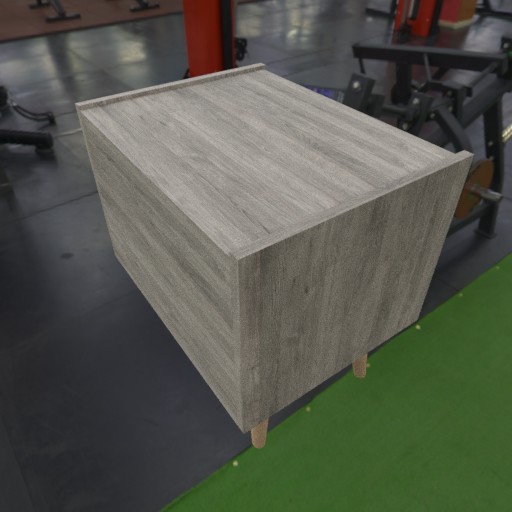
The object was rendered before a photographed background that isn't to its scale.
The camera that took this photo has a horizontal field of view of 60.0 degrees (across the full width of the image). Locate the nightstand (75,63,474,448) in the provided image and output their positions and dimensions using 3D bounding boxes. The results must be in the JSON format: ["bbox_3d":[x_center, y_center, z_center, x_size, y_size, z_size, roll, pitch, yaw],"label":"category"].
[{"bbox_3d":[0.000,0.000,0.812,0.380,0.500,0.480,-24,46,-26],"label":"nightstand"}]
